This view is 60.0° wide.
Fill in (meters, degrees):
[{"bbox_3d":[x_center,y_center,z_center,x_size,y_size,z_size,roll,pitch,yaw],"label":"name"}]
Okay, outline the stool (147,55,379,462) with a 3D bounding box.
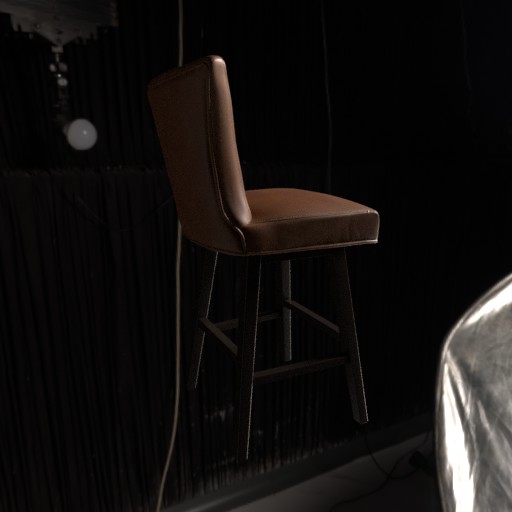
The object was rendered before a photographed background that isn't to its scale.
[{"bbox_3d":[0.000,0.000,1.433,0.585,1.094,0.522,-7,16,-27],"label":"stool"}]
